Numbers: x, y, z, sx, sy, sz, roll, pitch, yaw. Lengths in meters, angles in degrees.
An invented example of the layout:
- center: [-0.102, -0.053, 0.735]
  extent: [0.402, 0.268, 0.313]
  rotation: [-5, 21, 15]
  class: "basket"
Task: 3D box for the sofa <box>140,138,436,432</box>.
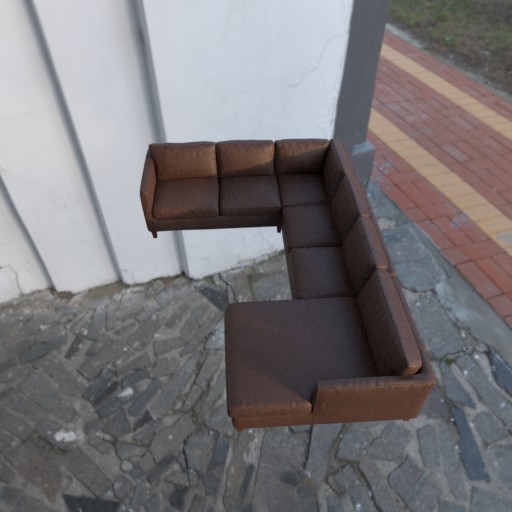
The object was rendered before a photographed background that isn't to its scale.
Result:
- center: [0.000, 0.000, 4.687]
  extent: [2.593, 0.923, 3.460]
  rotation: [-3, 46, -3]
  class: "sofa"
